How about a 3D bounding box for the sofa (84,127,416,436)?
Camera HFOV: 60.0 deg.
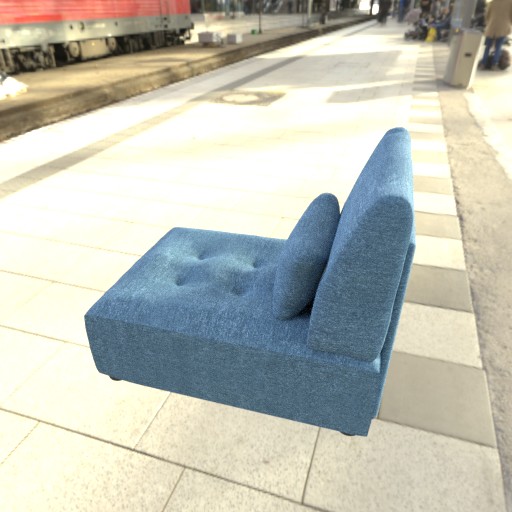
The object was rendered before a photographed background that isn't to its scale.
[{"bbox_3d":[0.000,0.000,1.584,1.000,0.820,0.700,8,31,14],"label":"sofa"}]
